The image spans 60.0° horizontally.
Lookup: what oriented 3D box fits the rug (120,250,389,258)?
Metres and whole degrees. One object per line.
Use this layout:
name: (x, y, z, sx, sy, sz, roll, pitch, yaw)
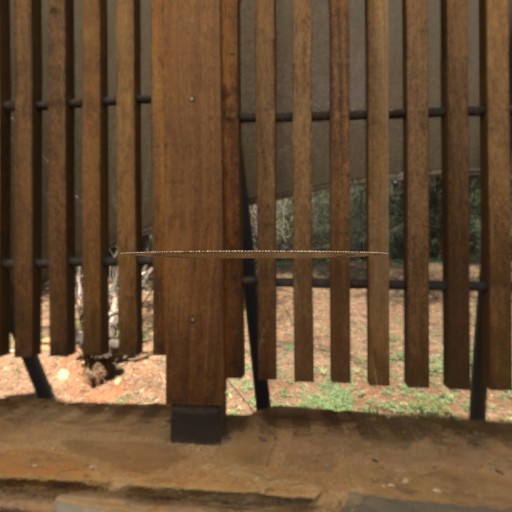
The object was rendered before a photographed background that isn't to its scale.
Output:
rug: (0.000, 0.000, 3.088, 1.520, 0.006, 2.432, 0, -1, 1)
